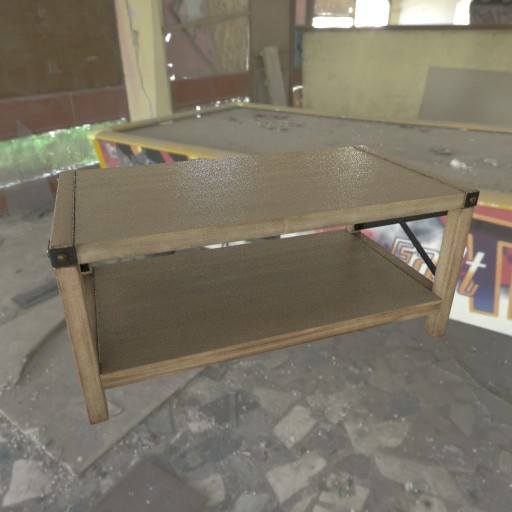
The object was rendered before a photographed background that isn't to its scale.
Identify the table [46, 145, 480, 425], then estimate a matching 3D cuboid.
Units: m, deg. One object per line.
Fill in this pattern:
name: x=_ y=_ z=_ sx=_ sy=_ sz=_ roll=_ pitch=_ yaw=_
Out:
table: x=0.000 y=0.000 z=1.290 sx=1.016 sy=0.456 sz=0.559 roll=-9 pitch=28 yaw=-18
